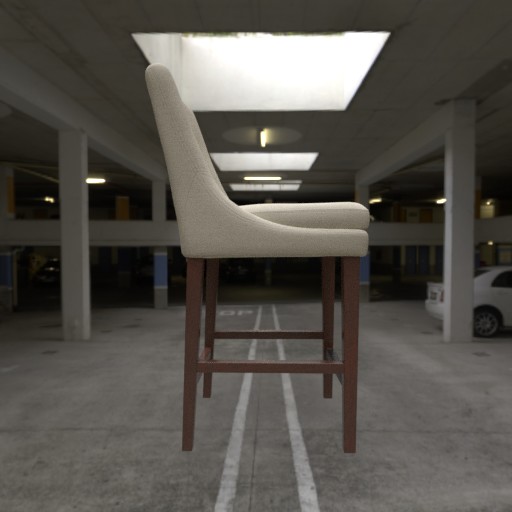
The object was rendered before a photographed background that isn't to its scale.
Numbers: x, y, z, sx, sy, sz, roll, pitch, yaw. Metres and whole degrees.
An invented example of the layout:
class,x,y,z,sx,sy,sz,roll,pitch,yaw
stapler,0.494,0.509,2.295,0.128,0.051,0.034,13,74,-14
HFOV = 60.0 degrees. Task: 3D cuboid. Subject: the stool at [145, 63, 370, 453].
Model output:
class,x,y,z,sx,sy,sz,roll,pitch,yaw
stool,0.000,0.000,1.314,0.577,0.981,0.470,0,2,1
